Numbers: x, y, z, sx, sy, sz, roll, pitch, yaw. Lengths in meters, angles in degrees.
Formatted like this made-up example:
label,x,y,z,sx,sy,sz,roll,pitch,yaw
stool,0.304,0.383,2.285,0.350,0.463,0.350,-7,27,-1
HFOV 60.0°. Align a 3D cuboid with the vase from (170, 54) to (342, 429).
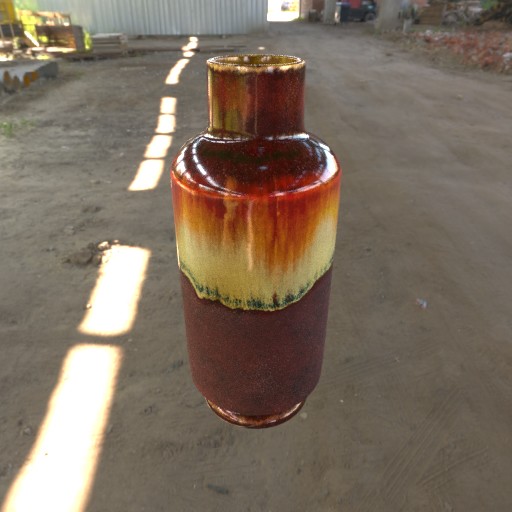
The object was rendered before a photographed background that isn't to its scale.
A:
label,x,y,z,sx,sy,sz,roll,pitch,yaw
vase,0.000,0.000,0.320,0.111,0.261,0.111,0,30,0
